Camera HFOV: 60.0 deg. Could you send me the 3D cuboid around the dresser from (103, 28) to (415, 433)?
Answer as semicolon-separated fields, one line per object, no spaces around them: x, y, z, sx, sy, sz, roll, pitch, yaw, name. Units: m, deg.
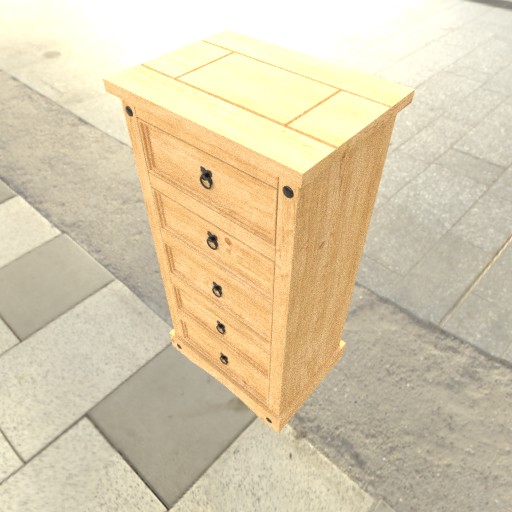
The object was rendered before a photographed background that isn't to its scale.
0.000;0.000;1.306;0.531;1.041;0.390;32;54;27;dresser
